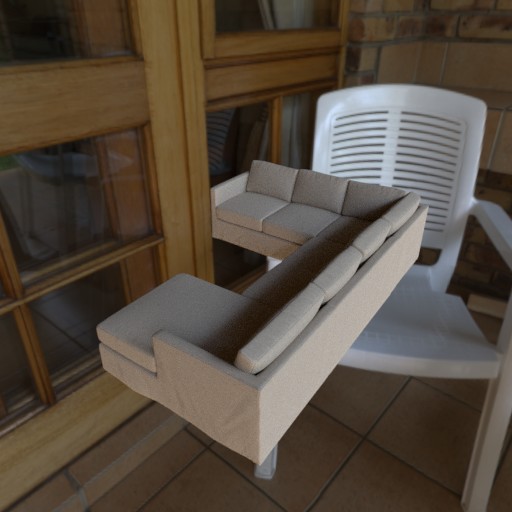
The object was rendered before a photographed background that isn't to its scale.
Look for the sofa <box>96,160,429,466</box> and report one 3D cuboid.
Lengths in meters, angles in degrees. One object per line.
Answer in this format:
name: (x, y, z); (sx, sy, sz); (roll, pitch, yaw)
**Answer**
sofa: (0.000, 0.000, 4.543); (2.427, 0.882, 3.460); (19, 34, 30)
